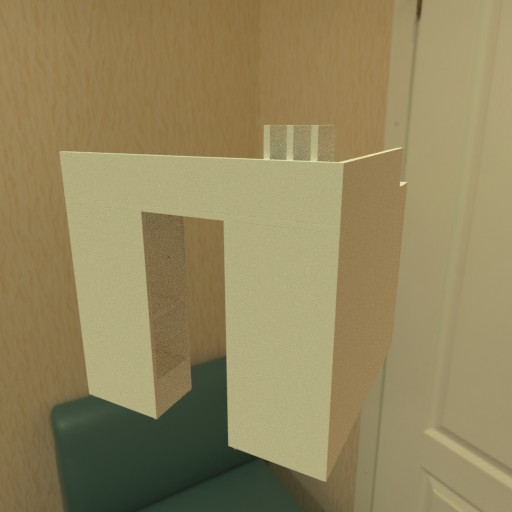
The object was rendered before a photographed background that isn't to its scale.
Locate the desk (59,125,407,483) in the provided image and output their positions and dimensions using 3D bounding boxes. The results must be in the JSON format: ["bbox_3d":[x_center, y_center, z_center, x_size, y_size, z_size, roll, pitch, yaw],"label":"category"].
[{"bbox_3d":[0.000,0.000,1.737,0.940,0.986,0.940,8,19,26],"label":"desk"}]
